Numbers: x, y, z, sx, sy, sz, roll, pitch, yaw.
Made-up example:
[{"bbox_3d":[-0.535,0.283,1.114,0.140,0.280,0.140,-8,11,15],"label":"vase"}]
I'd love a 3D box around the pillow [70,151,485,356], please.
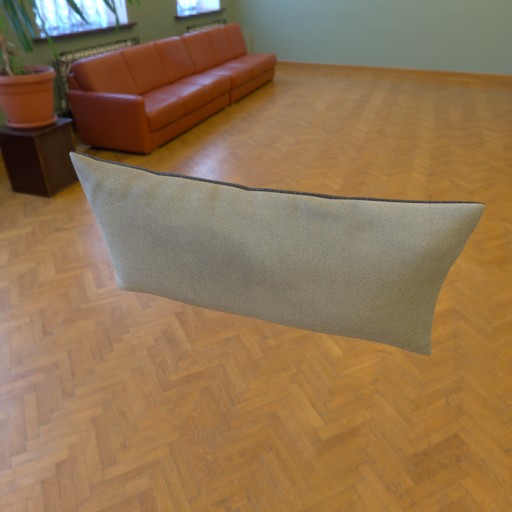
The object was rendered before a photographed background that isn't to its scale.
[{"bbox_3d":[0.000,0.000,0.724,0.608,0.305,0.156,10,34,15],"label":"pillow"}]
